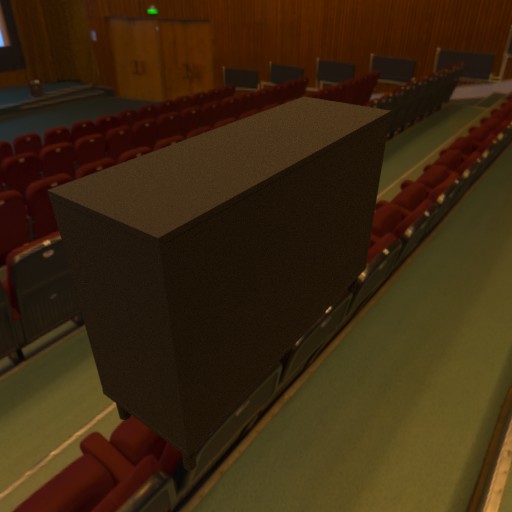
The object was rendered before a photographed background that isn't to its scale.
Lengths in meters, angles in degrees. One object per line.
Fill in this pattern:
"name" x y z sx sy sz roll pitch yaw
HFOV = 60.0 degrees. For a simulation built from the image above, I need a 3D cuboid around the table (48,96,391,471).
"table" 0.000 0.000 1.622 0.400 0.855 1.200 22 39 30
